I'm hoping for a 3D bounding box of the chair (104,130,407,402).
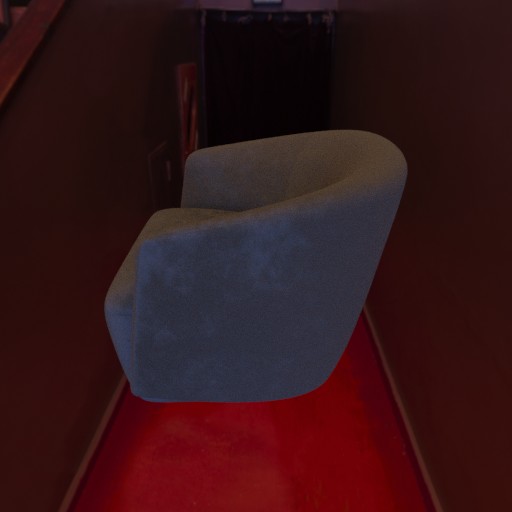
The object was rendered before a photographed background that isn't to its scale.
[{"bbox_3d":[0.000,0.000,1.342,0.767,0.698,0.773,0,26,0],"label":"chair"}]
